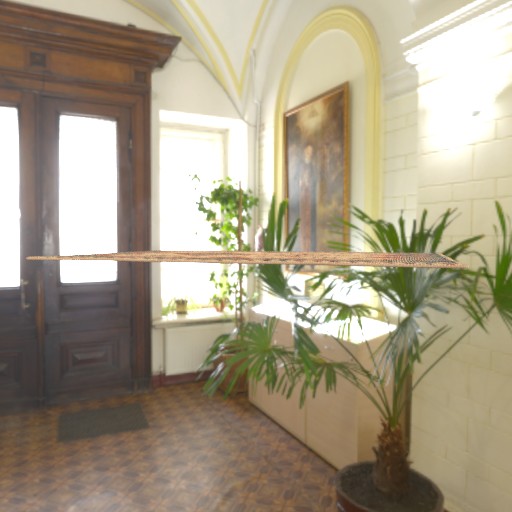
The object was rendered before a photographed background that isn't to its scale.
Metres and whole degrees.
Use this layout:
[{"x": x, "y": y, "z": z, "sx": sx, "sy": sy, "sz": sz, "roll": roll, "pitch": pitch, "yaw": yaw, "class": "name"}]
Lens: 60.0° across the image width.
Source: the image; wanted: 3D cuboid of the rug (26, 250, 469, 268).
[{"x": 0.000, "y": 0.000, "z": 3.033, "sx": 2.464, "sy": 0.023, "sz": 1.521, "roll": 1, "pitch": 2, "yaw": 18, "class": "rug"}]
